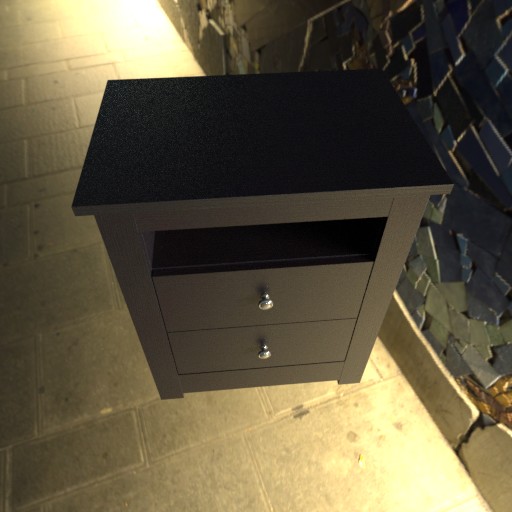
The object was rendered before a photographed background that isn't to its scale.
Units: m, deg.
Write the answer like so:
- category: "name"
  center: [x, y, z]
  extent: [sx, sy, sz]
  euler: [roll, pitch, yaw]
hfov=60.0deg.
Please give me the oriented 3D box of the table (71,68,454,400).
- category: "table"
  center: [0.000, 0.000, 1.075]
  extent: [0.589, 0.711, 0.408]
  euler: [-4, 48, -3]
